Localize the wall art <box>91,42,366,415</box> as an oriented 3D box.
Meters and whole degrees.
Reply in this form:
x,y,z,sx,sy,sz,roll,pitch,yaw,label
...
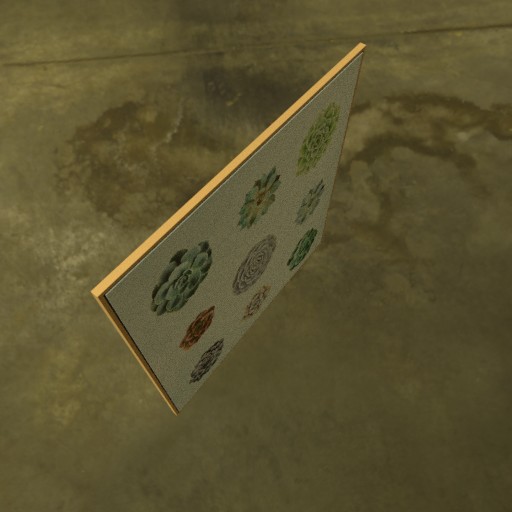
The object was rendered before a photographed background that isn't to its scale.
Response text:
x,y,z,sx,sy,sz,roll,pitch,yaw,label
0.000,0.000,0.964,0.014,0.655,0.657,33,64,19,wall art
